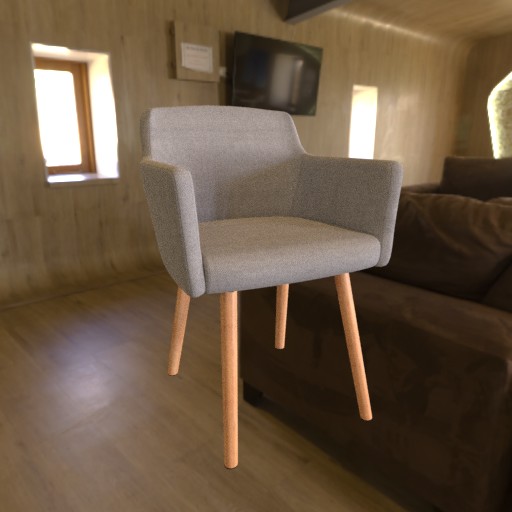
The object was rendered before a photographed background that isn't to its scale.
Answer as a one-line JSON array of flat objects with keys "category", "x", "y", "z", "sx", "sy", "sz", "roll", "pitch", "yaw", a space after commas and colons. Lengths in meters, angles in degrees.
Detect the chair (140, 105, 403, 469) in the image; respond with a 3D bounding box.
[{"category": "chair", "x": 0.000, "y": 0.000, "z": 1.171, "sx": 0.570, "sy": 0.780, "sz": 0.540, "roll": -8, "pitch": 17, "yaw": -26}]
